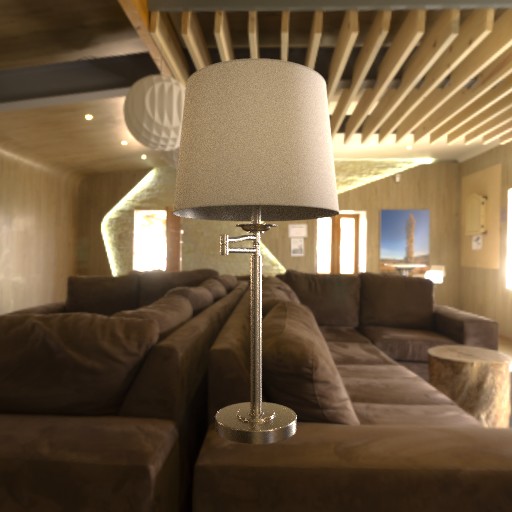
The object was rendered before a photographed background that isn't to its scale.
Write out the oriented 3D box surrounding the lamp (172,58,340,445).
[{"bbox_3d":[0.000,0.000,0.898,0.333,0.696,0.333,0,0,0],"label":"lamp"}]
